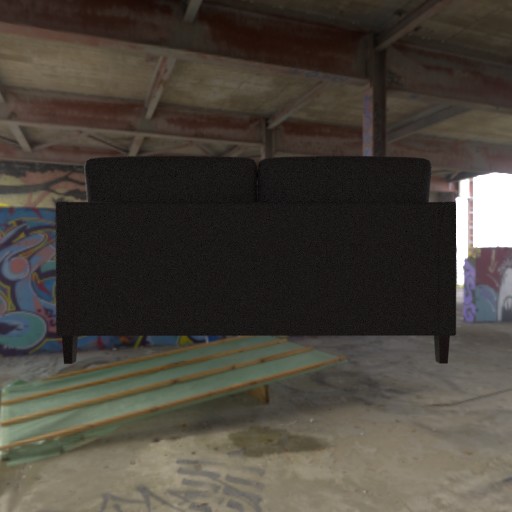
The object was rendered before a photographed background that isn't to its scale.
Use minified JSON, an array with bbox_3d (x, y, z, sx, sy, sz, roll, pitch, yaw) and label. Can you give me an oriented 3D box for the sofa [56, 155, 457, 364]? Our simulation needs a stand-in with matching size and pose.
[{"bbox_3d":[0.000,0.000,2.355,1.751,0.920,0.969,0,0,0],"label":"sofa"}]
